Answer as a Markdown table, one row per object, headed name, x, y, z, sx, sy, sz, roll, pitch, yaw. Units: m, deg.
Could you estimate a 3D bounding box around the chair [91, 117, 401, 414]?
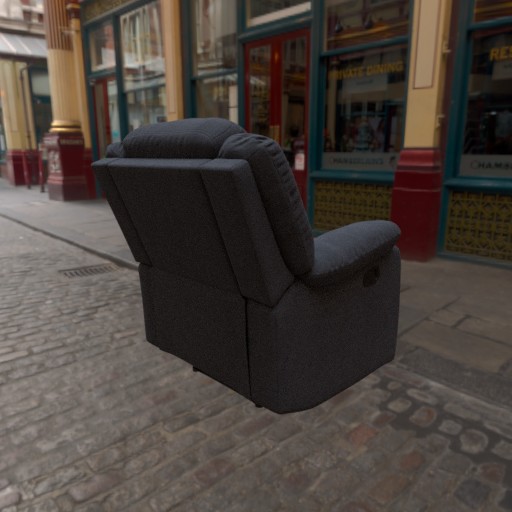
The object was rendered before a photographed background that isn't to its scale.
| name | x | y | z | sx | sy | sz | roll | pitch | yaw |
| --- | --- | --- | --- | --- | --- | --- | --- | --- | --- |
| chair | 0.000 | 0.000 | 1.756 | 0.944 | 1.008 | 0.899 | -12 | 18 | -43 |
